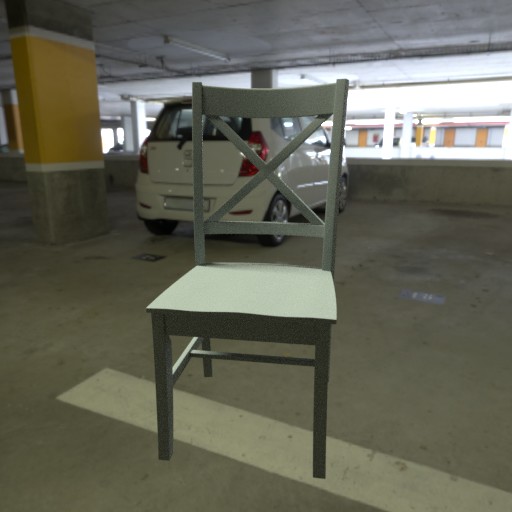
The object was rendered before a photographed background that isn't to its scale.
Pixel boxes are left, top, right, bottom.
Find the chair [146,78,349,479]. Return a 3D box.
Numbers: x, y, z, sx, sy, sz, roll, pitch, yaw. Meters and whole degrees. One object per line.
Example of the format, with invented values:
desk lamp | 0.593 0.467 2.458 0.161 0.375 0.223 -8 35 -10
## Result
chair | 0.000 0.000 1.250 0.485 0.983 0.542 2 15 9
